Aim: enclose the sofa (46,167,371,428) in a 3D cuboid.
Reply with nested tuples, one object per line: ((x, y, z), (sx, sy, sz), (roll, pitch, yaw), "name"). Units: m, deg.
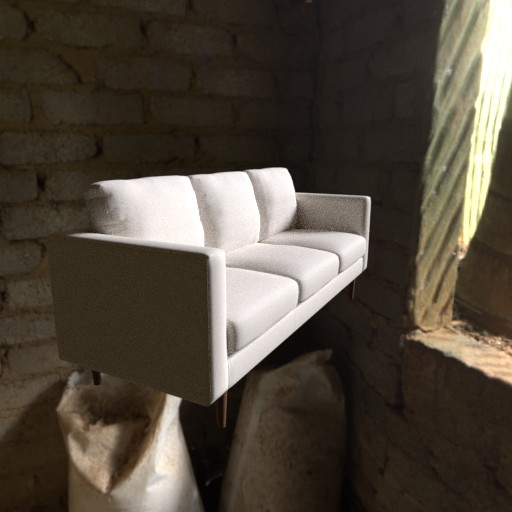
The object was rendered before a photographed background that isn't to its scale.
((0.000, 0.000, 2.464), (0.802, 0.912, 2.029), (7, 15, 27), "sofa")
